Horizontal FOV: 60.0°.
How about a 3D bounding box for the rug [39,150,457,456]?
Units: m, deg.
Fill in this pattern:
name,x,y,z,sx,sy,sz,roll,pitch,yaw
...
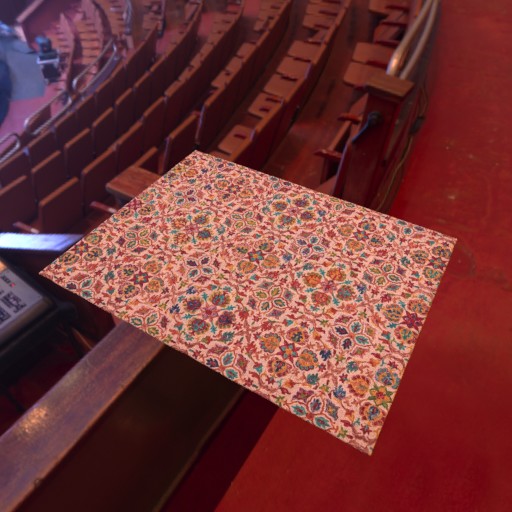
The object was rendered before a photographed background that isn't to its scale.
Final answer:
name,x,y,z,sx,sy,sz,roll,pitch,yaw
rug,0.000,0.000,4.248,3.215,0.020,2.446,23,49,21
